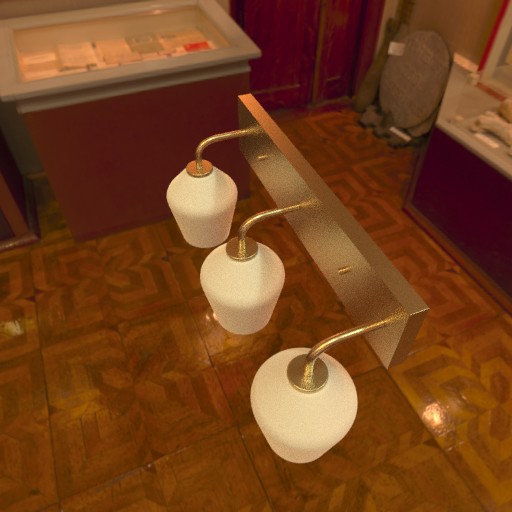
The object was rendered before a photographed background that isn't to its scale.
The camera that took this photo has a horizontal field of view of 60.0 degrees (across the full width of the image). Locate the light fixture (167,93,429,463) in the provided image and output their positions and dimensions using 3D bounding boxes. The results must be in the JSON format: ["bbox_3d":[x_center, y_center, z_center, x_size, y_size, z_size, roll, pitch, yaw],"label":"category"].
[{"bbox_3d":[0.000,0.000,0.724,0.190,0.280,0.609,-16,48,-15],"label":"light fixture"}]
